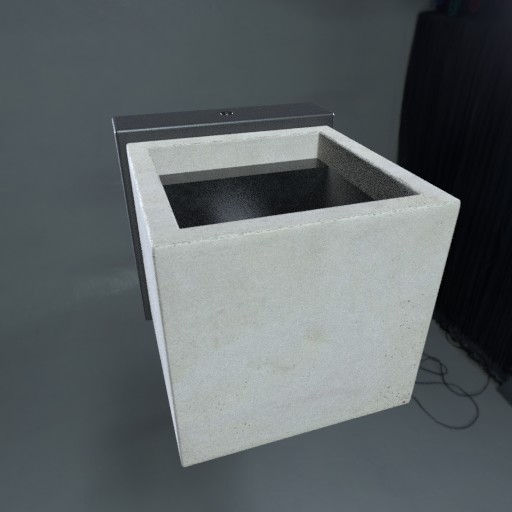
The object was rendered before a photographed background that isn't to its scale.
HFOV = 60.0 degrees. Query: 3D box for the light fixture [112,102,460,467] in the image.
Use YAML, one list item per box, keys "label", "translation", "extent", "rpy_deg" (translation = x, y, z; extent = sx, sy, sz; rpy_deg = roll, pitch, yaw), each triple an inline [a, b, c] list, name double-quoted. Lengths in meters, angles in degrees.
- label: "light fixture"
  translation: [0.000, 0.000, 0.232]
  extent: [0.121, 0.121, 0.143]
  rpy_deg: [-9, 32, -15]
